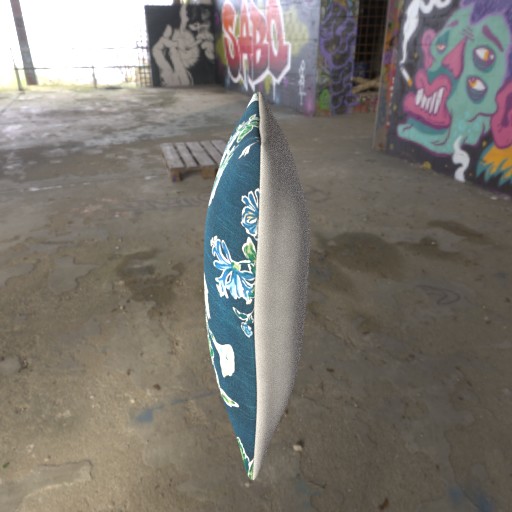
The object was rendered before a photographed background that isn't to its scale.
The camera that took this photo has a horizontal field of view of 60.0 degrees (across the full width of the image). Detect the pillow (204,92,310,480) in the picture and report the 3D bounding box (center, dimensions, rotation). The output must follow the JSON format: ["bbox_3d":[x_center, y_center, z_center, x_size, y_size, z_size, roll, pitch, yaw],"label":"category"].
[{"bbox_3d":[0.000,0.000,0.796,0.166,0.508,0.525,0,26,0],"label":"pillow"}]
